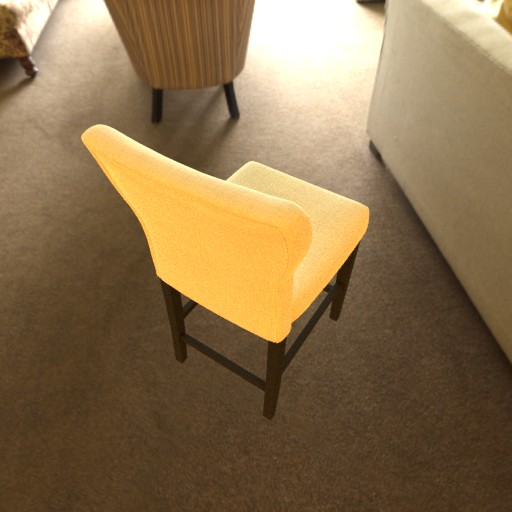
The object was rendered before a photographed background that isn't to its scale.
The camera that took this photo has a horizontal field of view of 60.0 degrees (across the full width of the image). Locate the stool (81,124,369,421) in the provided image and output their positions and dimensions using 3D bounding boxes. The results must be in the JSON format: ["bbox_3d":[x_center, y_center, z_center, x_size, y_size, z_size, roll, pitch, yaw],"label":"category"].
[{"bbox_3d":[0.000,0.000,1.312,0.514,0.972,0.603,26,53,22],"label":"stool"}]
